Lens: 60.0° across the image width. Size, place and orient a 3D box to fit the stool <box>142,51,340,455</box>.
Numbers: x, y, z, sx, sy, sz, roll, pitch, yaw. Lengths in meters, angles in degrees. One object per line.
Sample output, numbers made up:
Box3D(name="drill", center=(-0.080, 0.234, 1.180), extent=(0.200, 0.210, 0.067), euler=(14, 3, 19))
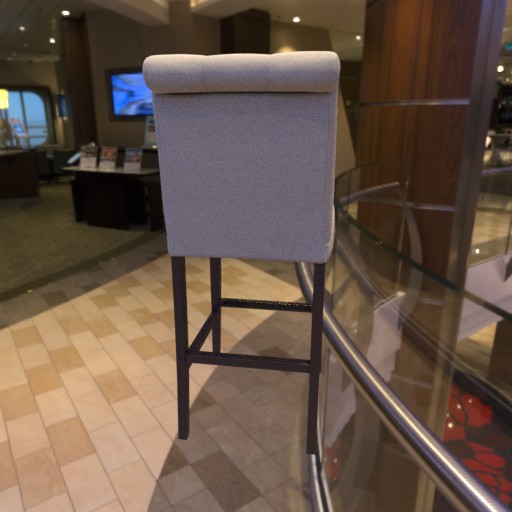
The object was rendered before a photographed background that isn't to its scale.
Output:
Box3D(name="stool", center=(0.000, 0.000, 1.432), extent=(0.493, 1.140, 0.601), euler=(3, 17, 9))
